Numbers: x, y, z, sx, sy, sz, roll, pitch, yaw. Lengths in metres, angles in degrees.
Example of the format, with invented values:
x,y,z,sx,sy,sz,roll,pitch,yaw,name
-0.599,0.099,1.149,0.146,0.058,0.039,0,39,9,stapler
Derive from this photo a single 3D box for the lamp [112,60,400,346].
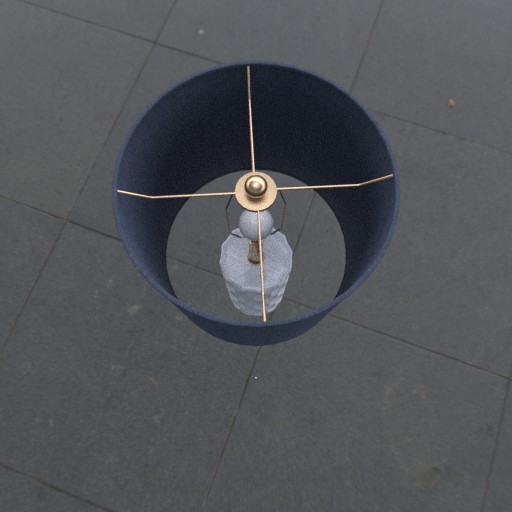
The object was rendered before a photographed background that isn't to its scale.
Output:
x,y,z,sx,sy,sz,roll,pitch,yaw,name
0.000,0.000,0.684,0.277,0.537,0.277,34,77,9,lamp
